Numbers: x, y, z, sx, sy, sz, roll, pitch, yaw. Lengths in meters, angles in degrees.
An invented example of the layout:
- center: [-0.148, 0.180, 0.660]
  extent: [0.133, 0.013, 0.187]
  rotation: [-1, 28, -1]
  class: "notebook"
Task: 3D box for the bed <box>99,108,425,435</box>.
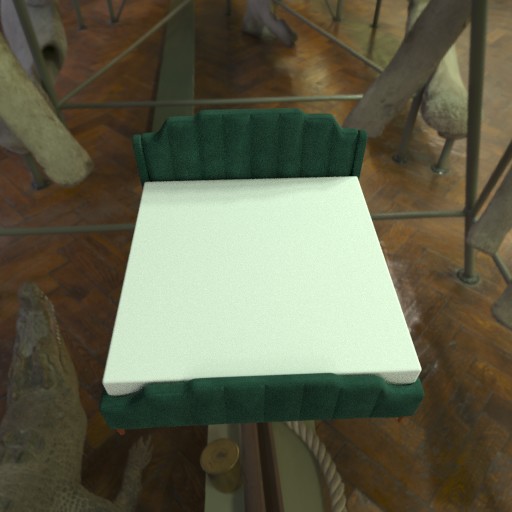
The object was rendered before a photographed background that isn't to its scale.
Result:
- center: [0.000, 0.000, 3.456]
  extent: [2.074, 1.245, 2.340]
  rotation: [-2, 46, -2]
  class: "bed"
